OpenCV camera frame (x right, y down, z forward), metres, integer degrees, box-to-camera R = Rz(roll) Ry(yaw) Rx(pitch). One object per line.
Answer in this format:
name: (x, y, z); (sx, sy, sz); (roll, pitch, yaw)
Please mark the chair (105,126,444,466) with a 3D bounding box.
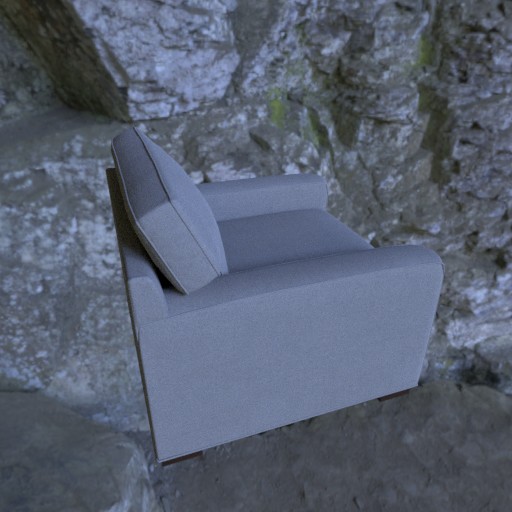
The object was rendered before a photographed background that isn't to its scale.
chair: (0.000, 0.000, 1.804); (1.044, 0.934, 0.999); (-10, 30, -17)
